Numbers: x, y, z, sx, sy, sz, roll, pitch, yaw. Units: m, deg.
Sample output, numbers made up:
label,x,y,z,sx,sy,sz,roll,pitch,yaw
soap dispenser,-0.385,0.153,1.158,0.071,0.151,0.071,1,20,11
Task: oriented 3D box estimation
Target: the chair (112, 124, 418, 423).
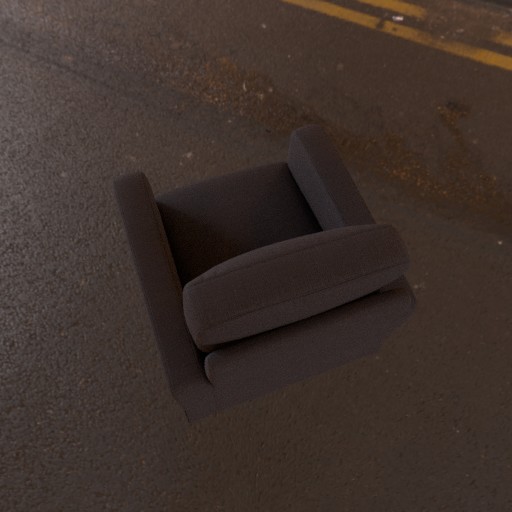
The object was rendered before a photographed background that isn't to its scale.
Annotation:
label,x,y,z,sx,sy,sz,roll,pitch,yaw
chair,0.000,0.000,1.527,0.798,0.855,0.863,-18,60,-10
